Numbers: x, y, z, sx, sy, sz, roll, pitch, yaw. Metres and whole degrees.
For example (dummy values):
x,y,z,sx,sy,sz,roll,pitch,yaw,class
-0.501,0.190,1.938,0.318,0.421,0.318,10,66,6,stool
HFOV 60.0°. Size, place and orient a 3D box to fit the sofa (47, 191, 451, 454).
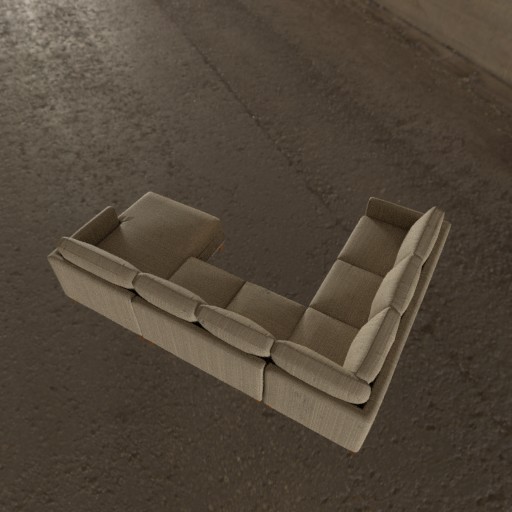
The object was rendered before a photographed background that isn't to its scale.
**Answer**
x,y,z,sx,sy,sz,roll,pitch,yaw,class
0.000,0.000,4.816,3.460,0.961,2.594,23,51,20,sofa
